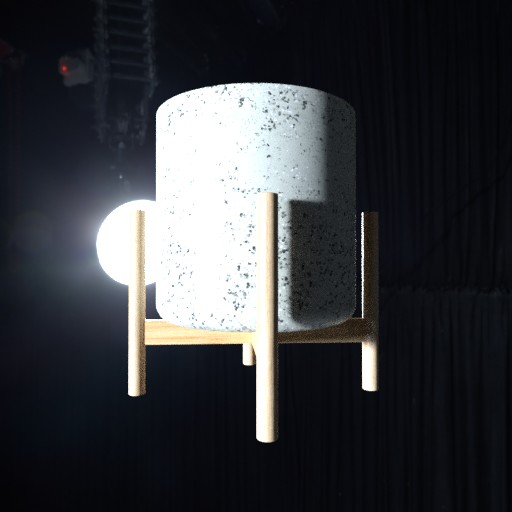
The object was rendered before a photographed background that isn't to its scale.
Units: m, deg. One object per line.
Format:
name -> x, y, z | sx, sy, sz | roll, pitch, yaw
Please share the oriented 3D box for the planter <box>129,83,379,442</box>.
planter -> 0.000, 0.000, 0.689 | 0.360, 0.419, 0.360 | 0, -1, 18
